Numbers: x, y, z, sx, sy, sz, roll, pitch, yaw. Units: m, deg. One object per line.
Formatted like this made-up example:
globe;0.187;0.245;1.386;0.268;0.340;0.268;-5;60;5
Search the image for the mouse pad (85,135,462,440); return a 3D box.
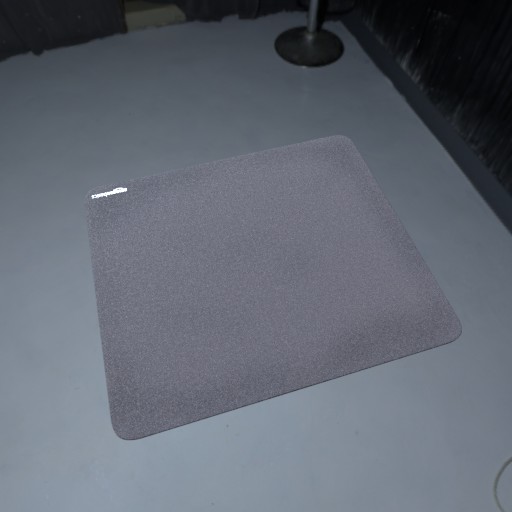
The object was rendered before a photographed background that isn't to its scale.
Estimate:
mouse pad;0.000;0.000;0.633;0.451;0.002;0.393;-14;59;-9
